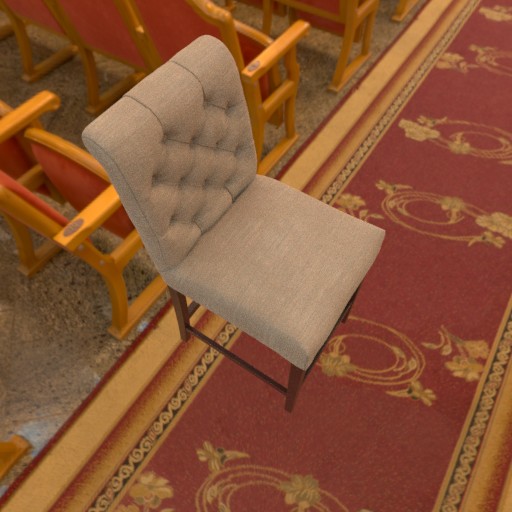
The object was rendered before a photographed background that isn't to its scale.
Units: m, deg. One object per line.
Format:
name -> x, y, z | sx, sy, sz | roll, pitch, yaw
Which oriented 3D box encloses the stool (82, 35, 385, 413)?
stool -> 0.000, 0.000, 1.423 | 0.660, 1.084, 0.486 | 29, 62, 17
